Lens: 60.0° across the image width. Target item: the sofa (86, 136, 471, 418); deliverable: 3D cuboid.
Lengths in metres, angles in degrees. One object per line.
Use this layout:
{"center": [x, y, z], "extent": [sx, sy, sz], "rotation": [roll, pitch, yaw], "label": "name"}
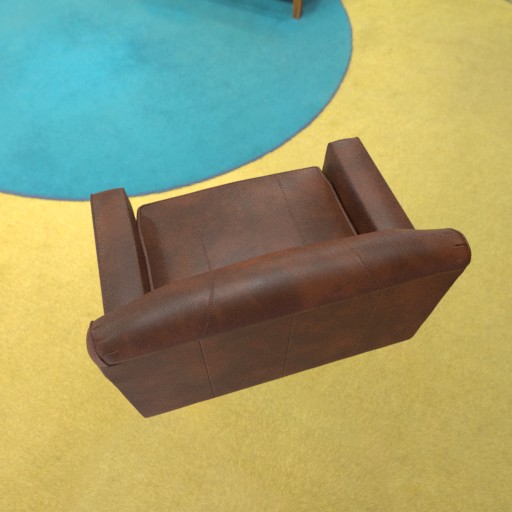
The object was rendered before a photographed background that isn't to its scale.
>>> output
{"center": [0.000, 0.000, 2.087], "extent": [1.413, 0.956, 1.000], "rotation": [-14, 58, -9], "label": "sofa"}
